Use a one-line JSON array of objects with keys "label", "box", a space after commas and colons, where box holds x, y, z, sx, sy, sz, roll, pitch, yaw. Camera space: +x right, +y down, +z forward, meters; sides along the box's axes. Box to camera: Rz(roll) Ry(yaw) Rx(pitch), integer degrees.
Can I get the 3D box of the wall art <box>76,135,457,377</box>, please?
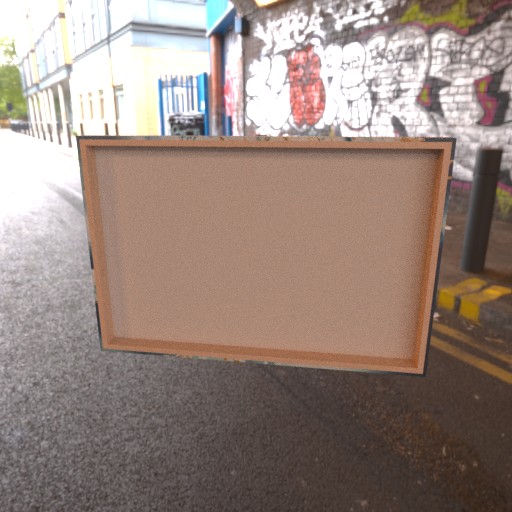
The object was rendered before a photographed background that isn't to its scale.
[{"label": "wall art", "box": [0.000, 0.000, 0.778, 0.607, 0.405, 0.036, 3, 17, 8]}]
